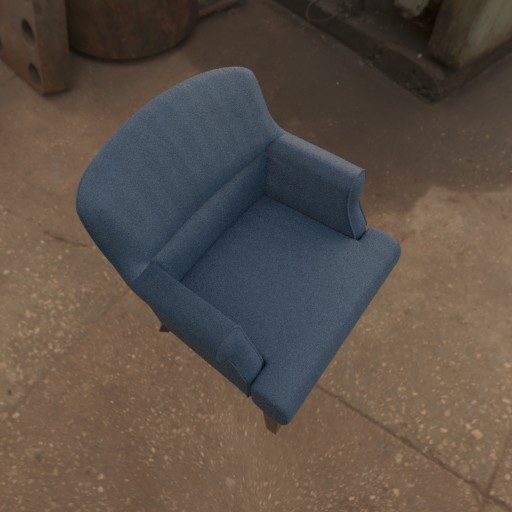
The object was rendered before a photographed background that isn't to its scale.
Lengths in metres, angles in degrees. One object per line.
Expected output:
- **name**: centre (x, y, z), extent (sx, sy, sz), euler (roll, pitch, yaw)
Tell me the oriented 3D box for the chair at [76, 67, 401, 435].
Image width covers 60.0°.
- **chair**: centre (0.000, 0.000, 1.455), extent (0.754, 0.878, 0.770), euler (32, 63, 19)
